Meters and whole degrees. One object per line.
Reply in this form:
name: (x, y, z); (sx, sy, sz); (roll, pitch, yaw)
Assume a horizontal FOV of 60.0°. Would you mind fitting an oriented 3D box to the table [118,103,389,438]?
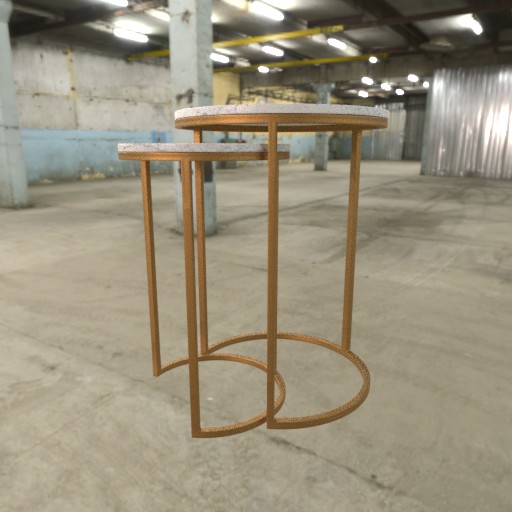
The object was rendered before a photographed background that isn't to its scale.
table: (0.000, 0.000, 0.891); (0.507, 0.550, 0.400); (-7, 15, -27)
